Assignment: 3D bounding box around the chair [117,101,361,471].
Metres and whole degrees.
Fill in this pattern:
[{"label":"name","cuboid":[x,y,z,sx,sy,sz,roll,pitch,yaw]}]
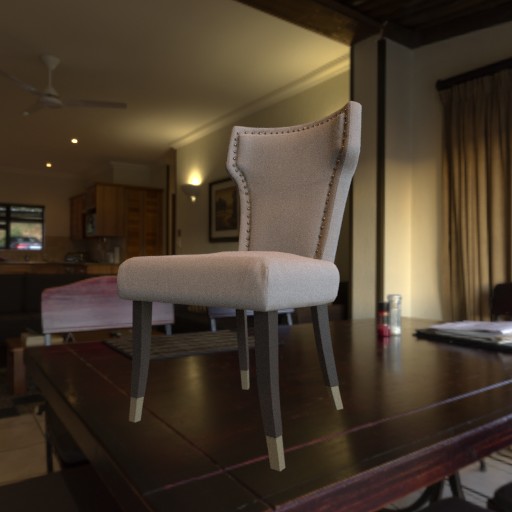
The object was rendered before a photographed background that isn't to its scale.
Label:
[{"label":"chair","cuboid":[0.000,0.000,1.336,0.526,0.950,0.630,0,0,36]}]
